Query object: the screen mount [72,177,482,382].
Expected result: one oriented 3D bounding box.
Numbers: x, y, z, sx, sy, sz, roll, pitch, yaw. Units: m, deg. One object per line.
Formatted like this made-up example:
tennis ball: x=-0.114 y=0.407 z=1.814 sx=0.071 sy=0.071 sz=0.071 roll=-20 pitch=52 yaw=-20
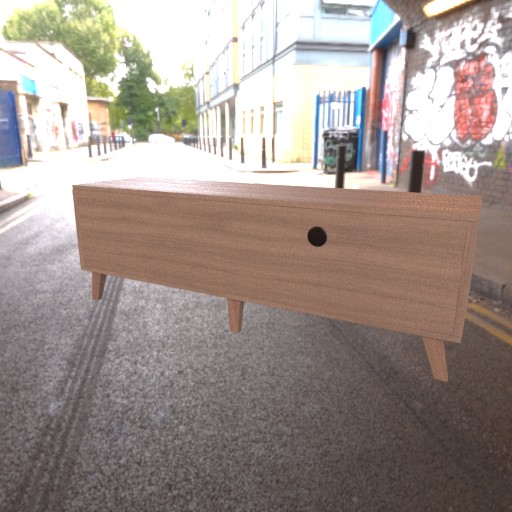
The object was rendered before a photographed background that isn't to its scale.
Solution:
screen mount: x=0.000 y=0.000 z=1.716 sx=1.500 sy=0.509 sz=0.401 roll=8 pitch=17 yaw=27
